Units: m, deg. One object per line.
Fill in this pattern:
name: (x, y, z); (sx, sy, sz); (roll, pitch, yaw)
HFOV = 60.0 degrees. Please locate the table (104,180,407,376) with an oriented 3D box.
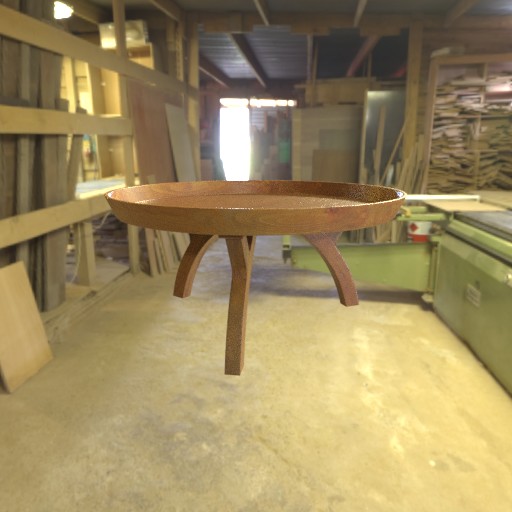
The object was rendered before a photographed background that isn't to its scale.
table: (0.000, 0.000, 1.587); (1.016, 0.470, 1.016); (0, 13, 0)
